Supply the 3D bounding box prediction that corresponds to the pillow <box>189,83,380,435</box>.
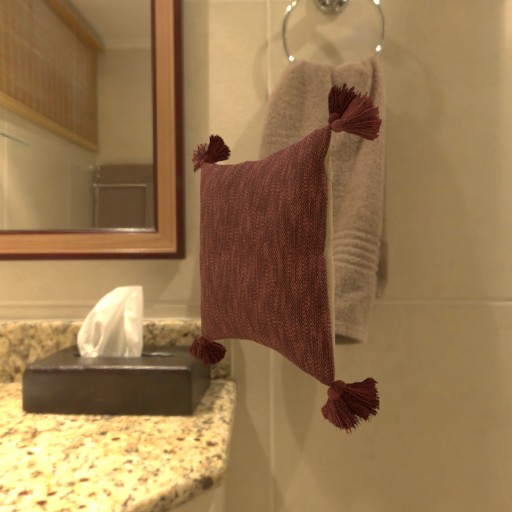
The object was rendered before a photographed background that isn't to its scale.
[{"bbox_3d":[0.000,0.000,1.006,0.138,0.659,0.641,-1,1,-37],"label":"pillow"}]
